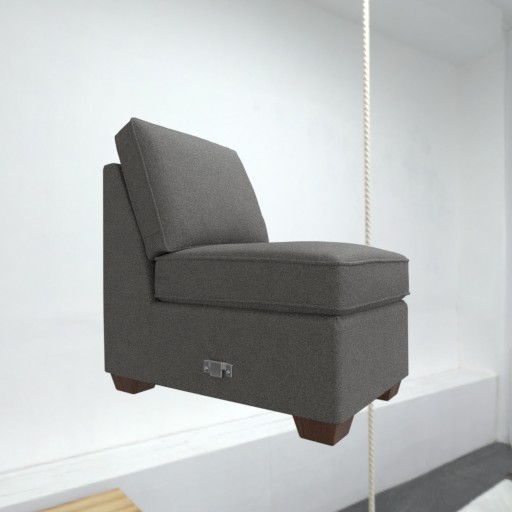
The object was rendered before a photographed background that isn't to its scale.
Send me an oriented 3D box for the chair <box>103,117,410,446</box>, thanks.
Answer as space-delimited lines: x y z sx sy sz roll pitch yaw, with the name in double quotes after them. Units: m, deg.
0.000 0.000 1.577 0.938 0.970 0.621 0 0 35 "chair"
